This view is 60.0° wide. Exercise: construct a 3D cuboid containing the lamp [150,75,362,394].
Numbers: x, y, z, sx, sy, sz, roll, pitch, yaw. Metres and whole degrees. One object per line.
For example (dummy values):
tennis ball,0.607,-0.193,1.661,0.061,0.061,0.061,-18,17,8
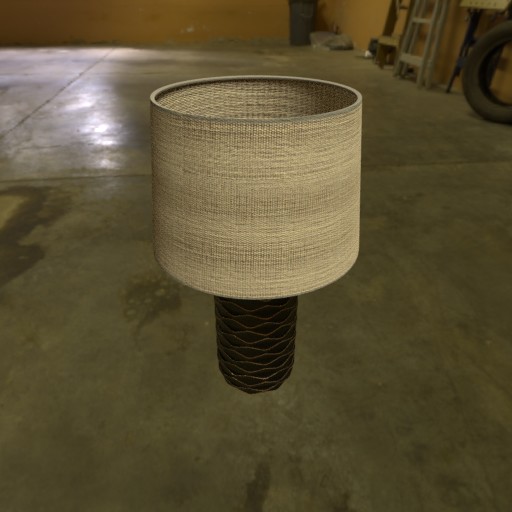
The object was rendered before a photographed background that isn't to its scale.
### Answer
lamp,0.000,0.000,0.845,0.376,0.594,0.376,0,31,0
